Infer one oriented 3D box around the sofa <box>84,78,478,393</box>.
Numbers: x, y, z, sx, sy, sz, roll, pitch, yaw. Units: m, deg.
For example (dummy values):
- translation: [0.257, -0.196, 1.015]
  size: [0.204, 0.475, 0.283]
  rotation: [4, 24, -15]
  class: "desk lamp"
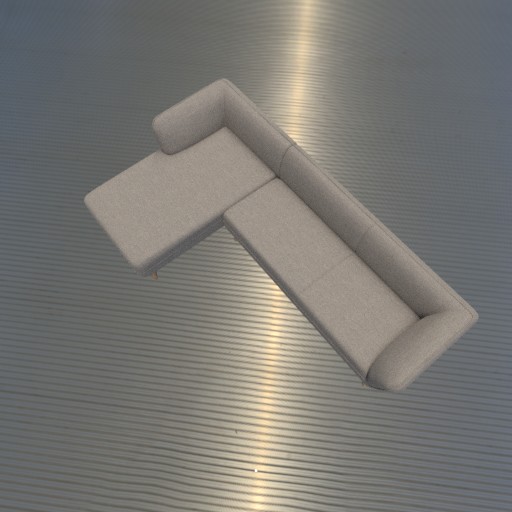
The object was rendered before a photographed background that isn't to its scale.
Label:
- translation: [0.000, 0.000, 3.277]
  size: [1.532, 0.693, 2.653]
  rotation: [-36, 69, -16]
  class: "sofa"
